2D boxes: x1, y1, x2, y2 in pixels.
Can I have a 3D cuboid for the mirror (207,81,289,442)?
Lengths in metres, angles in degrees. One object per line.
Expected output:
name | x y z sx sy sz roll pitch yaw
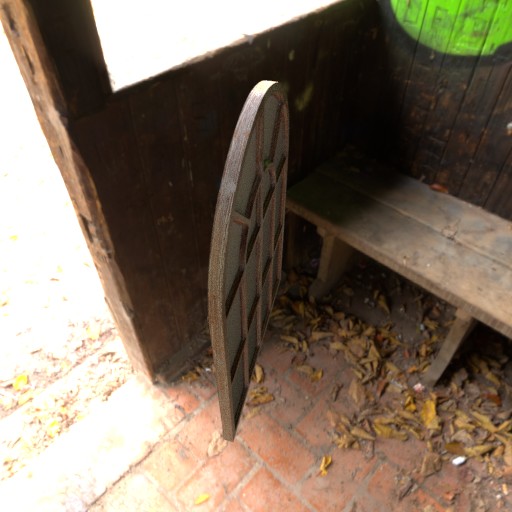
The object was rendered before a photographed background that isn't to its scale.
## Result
mirror | 0.000 0.000 1.208 0.032 0.920 0.660 11 47 10
